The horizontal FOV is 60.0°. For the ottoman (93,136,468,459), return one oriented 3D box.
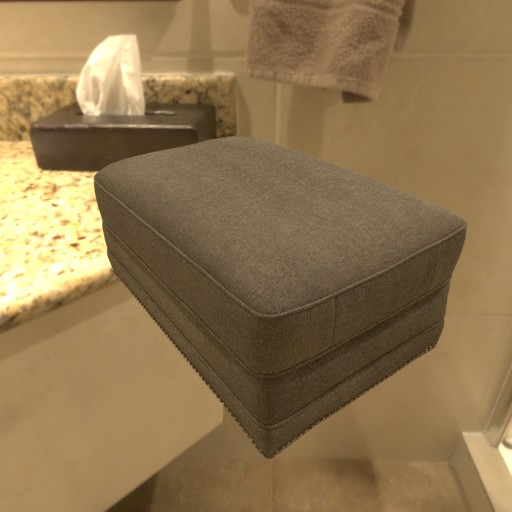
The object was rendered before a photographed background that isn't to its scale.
[{"bbox_3d":[0.000,0.000,1.138,0.561,0.457,0.813,-21,37,-30],"label":"ottoman"}]
